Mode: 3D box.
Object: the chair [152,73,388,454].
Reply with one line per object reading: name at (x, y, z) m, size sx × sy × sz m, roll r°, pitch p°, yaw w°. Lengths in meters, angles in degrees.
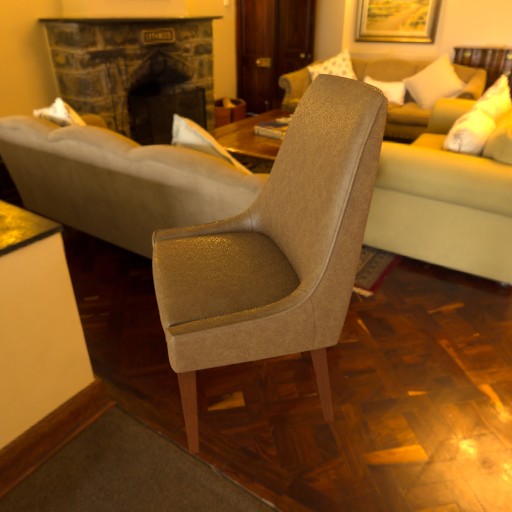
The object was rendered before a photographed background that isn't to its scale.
chair at (0.000, 0.000, 1.186) m, size 0.544 × 0.861 × 0.529 m, roll -7°, pitch 30°, yaw -13°
